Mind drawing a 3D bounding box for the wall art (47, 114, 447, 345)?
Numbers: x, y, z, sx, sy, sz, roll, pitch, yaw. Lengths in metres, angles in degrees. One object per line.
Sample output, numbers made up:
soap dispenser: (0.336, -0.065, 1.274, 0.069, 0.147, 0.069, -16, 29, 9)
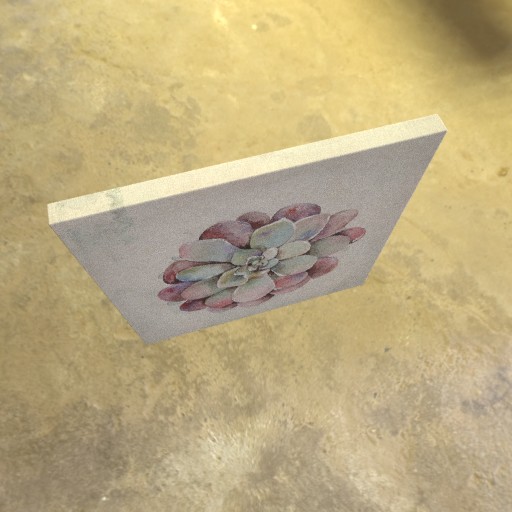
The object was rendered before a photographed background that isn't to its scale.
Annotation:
wall art: (0.000, 0.000, 0.925, 0.605, 0.605, 0.044, -15, 64, -7)
